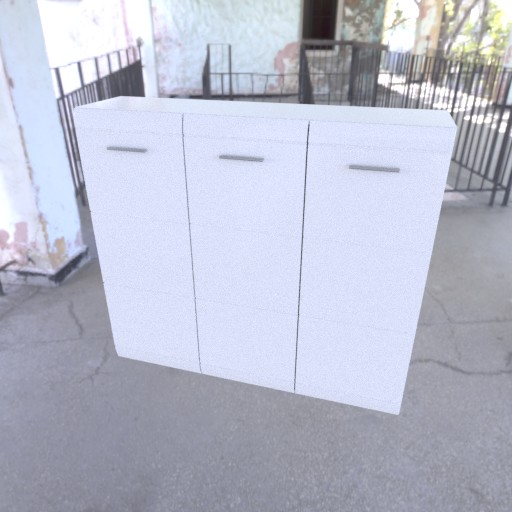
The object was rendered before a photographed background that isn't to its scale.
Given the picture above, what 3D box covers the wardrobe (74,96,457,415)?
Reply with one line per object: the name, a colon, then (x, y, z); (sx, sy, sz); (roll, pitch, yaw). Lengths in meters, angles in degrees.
wardrobe: (0.000, 0.000, 1.891); (1.340, 1.200, 0.360); (8, 28, 15)
